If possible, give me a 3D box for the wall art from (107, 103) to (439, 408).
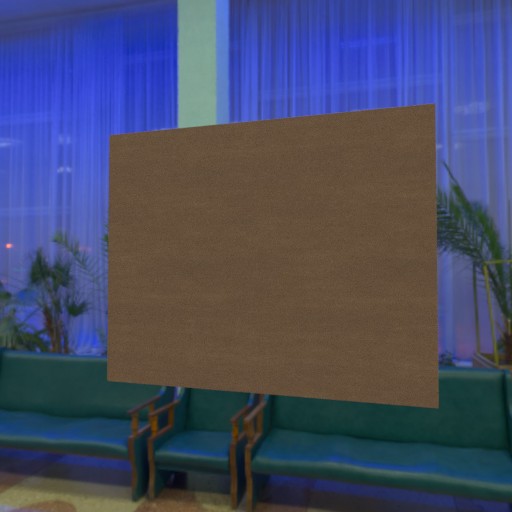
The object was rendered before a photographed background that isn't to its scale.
[{"bbox_3d":[0.000,0.000,0.669,0.508,0.408,0.012,0,-2,16],"label":"wall art"}]
